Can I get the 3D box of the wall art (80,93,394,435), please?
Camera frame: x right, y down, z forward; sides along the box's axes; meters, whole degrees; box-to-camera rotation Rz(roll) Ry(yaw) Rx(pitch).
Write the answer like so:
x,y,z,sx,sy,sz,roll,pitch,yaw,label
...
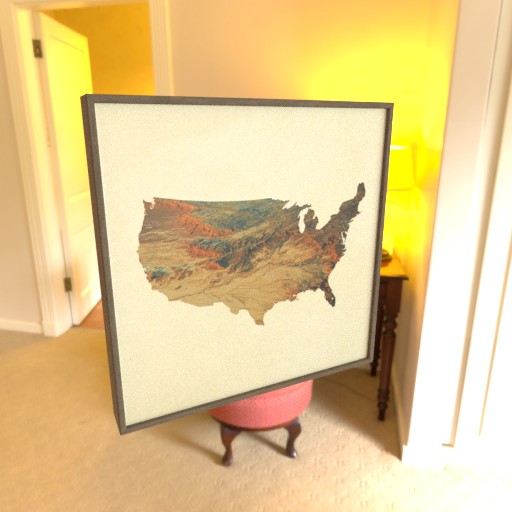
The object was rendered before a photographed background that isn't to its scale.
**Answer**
x,y,z,sx,sy,sz,roll,pitch,yaw,label
0.000,0.000,0.453,0.303,0.302,0.038,-8,18,-25,wall art
